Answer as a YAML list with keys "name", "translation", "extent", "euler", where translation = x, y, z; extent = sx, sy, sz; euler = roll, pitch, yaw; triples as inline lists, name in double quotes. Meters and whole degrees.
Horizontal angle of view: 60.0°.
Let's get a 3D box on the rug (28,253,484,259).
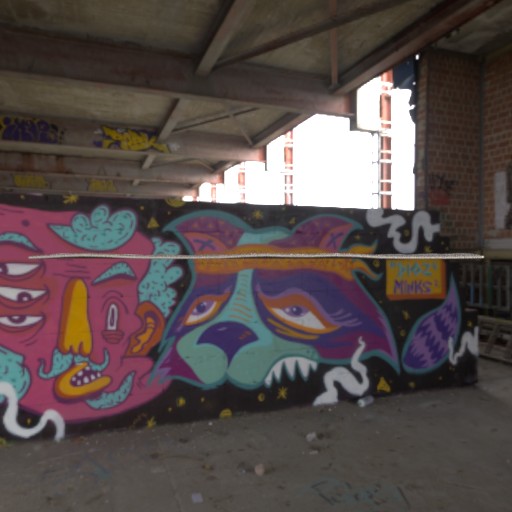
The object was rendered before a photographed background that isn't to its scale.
- name: "rug"
  translation: [0.000, 0.000, 0.887]
  extent: [0.642, 0.008, 0.551]
  euler: [0, 0, 0]
